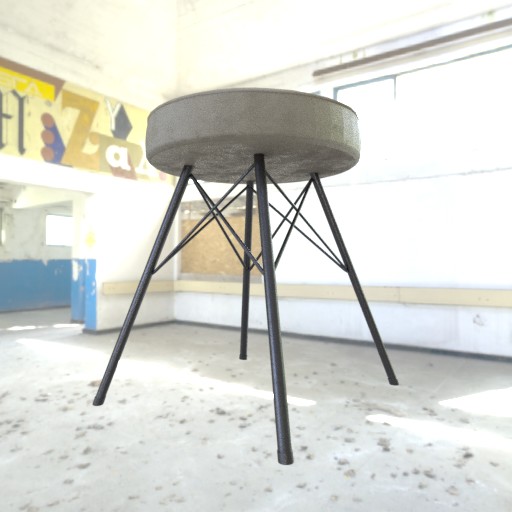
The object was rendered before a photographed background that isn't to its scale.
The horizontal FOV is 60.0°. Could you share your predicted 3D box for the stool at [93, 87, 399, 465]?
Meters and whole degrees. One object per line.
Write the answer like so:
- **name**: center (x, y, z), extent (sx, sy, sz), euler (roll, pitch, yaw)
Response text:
- **stool**: center (0.000, 0.000, 0.871), extent (0.423, 0.538, 0.457), euler (0, -1, 35)
